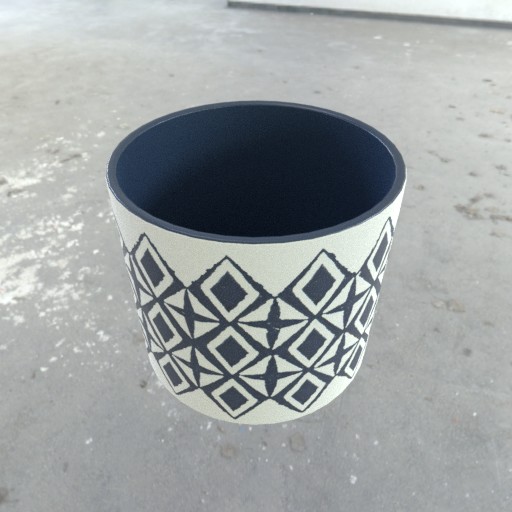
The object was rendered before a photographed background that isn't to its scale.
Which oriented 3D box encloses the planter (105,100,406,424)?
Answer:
[{"bbox_3d":[0.000,0.000,0.401,0.224,0.203,0.224,0,40,0],"label":"planter"}]
